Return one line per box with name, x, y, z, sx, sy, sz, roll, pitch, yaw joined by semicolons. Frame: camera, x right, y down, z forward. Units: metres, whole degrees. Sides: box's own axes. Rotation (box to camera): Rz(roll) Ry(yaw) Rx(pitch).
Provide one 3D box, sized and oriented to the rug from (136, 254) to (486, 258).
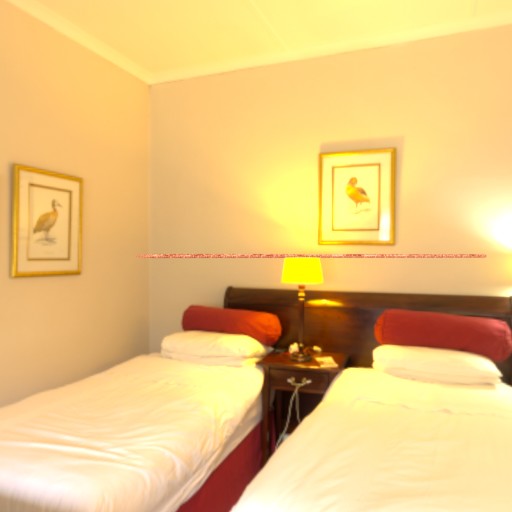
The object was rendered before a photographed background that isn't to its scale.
rug;0.000;0.000;3.013;1.524;0.015;2.438;0;0;-16
